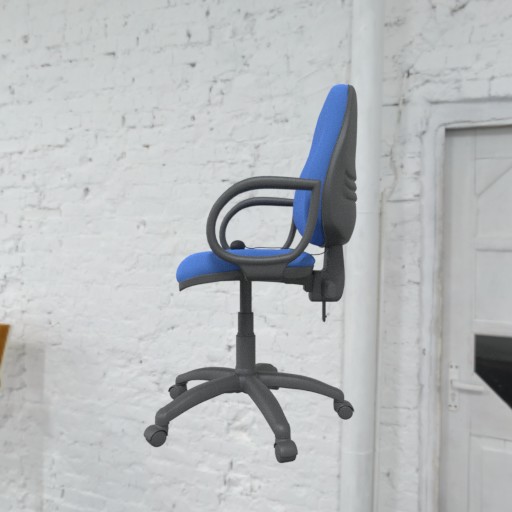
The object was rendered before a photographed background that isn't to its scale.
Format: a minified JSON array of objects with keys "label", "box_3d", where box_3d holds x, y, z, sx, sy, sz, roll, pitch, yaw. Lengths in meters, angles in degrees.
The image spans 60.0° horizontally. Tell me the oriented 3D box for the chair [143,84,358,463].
[{"label":"chair","box_3d":[0.000,0.000,1.226,0.549,0.905,0.552,0,1,-1]}]
